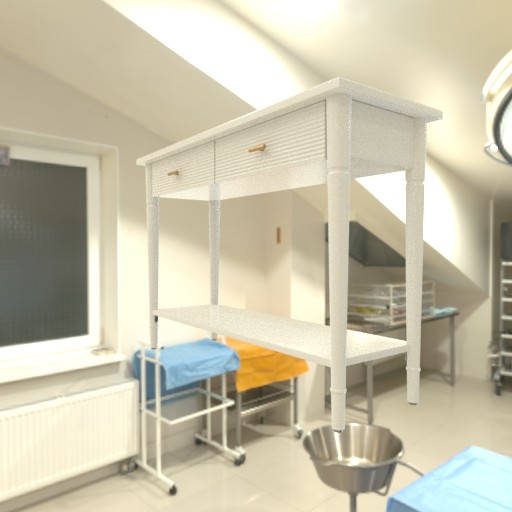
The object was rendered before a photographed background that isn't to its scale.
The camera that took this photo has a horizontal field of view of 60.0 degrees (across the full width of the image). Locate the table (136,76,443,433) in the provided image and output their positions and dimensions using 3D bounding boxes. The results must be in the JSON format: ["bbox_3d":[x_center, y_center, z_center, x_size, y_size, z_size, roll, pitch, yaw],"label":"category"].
[{"bbox_3d":[0.000,0.000,1.440,0.381,0.749,1.067,-1,2,-37],"label":"table"}]
